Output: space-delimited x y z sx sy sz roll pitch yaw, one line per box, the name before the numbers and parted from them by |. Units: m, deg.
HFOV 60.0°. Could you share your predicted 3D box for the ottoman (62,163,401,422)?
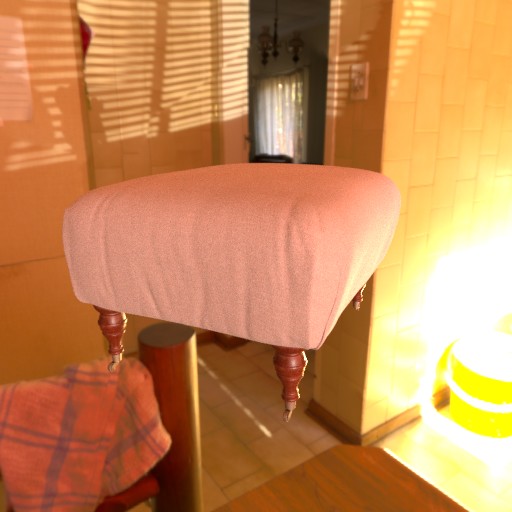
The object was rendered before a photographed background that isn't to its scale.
ottoman | 0.000 0.000 1.141 0.622 0.450 0.746 7 17 24
